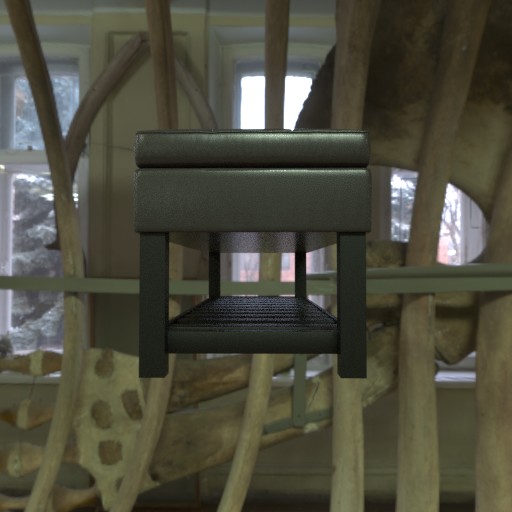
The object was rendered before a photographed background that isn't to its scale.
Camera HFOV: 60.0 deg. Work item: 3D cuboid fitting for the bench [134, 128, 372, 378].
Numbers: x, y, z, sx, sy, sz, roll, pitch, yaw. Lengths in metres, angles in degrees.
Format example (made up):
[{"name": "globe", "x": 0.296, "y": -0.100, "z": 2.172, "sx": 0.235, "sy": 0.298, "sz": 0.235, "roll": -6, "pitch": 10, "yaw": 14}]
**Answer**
[{"name": "bench", "x": 0.000, "y": 0.000, "z": 1.326, "sx": 0.432, "sy": 0.460, "sz": 1.105, "roll": 0, "pitch": -2, "yaw": 1}]
